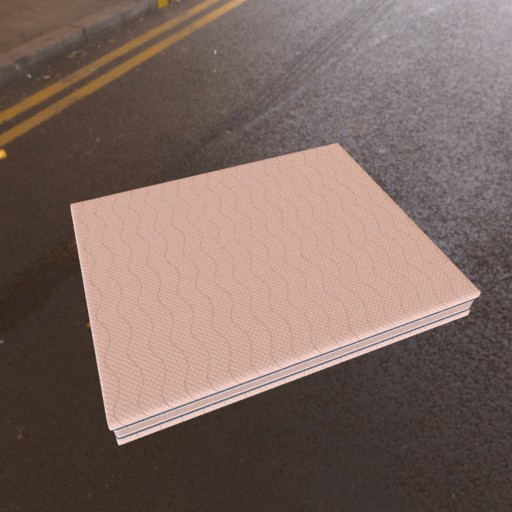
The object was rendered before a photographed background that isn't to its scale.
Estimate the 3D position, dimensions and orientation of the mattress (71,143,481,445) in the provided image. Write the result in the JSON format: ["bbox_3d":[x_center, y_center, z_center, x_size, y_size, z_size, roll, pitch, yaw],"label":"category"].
[{"bbox_3d":[0.000,0.000,2.735,2.000,0.230,1.600,-16,48,-15],"label":"mattress"}]
